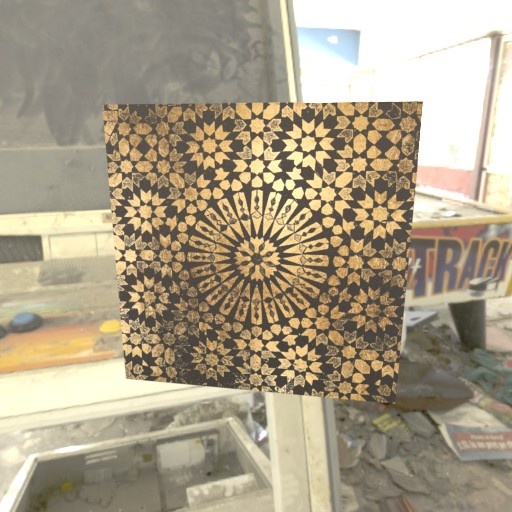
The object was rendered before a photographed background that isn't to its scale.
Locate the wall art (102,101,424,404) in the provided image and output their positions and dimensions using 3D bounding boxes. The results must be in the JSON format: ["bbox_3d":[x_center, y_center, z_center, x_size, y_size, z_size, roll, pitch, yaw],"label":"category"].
[{"bbox_3d":[0.000,0.000,0.622,0.405,0.405,0.038,3,15,9],"label":"wall art"}]
